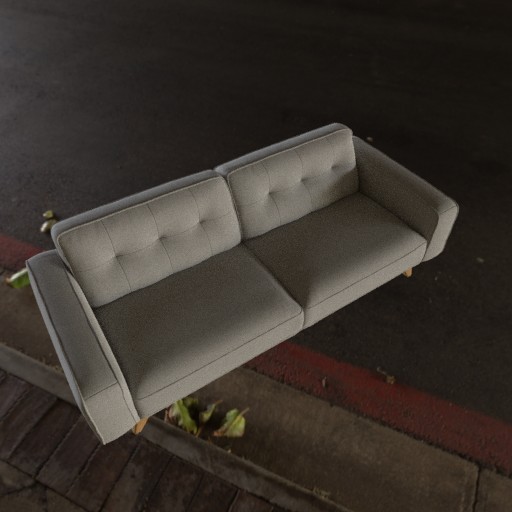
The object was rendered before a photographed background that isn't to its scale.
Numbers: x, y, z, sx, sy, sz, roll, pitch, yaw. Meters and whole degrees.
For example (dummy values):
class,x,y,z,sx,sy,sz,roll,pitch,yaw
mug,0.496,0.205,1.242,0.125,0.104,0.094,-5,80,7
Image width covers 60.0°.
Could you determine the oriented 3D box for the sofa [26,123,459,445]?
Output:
class,x,y,z,sx,sy,sz,roll,pitch,yaw
sofa,0.000,0.000,2.549,2.270,0.781,0.956,-25,51,-22
